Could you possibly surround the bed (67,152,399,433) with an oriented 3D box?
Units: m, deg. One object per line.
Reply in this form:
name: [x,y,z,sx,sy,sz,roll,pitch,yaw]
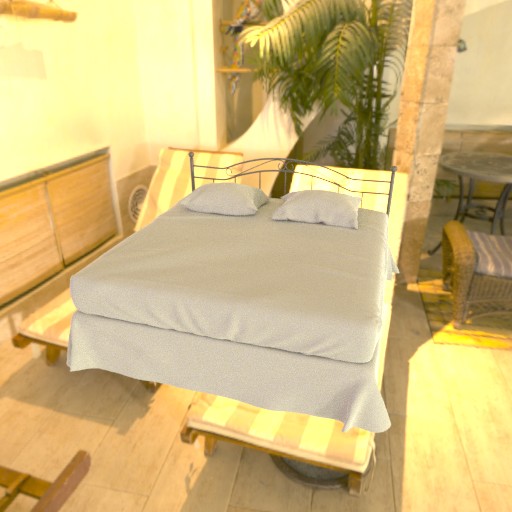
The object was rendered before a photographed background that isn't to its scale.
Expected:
bed: [0.000,0.000,3.527,2.309,1.080,2.220,7,27,15]
